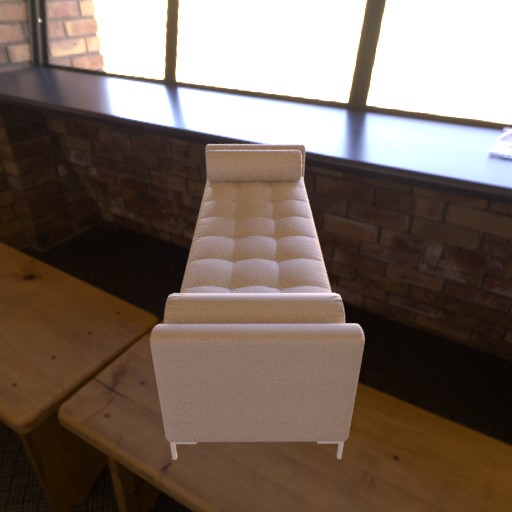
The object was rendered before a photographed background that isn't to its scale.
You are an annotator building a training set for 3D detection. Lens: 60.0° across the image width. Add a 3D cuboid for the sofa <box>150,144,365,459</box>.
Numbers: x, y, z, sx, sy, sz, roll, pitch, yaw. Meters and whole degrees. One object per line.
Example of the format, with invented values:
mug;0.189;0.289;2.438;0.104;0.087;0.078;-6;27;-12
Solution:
sofa;0.000;0.000;2.382;0.686;0.635;1.981;0;32;0
